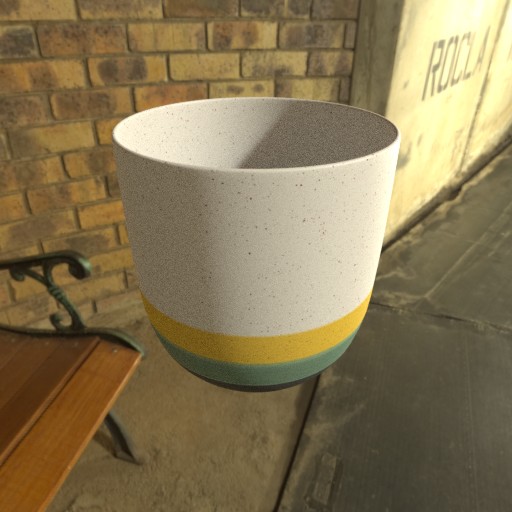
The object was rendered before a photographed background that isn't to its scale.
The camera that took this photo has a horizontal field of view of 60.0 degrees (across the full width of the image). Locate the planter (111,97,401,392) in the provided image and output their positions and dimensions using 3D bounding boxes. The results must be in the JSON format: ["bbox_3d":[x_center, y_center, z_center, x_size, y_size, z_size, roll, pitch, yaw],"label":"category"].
[{"bbox_3d":[0.000,0.000,0.363,0.195,0.214,0.195,0,30,0],"label":"planter"}]
